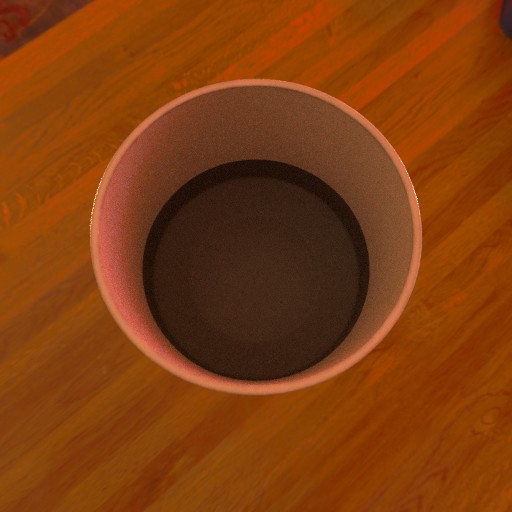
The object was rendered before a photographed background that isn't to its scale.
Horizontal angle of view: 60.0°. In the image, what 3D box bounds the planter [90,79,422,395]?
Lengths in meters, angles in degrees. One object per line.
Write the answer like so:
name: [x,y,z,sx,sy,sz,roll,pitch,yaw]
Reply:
planter: [0.000,0.000,0.222,0.128,0.105,0.128,0,76,0]
